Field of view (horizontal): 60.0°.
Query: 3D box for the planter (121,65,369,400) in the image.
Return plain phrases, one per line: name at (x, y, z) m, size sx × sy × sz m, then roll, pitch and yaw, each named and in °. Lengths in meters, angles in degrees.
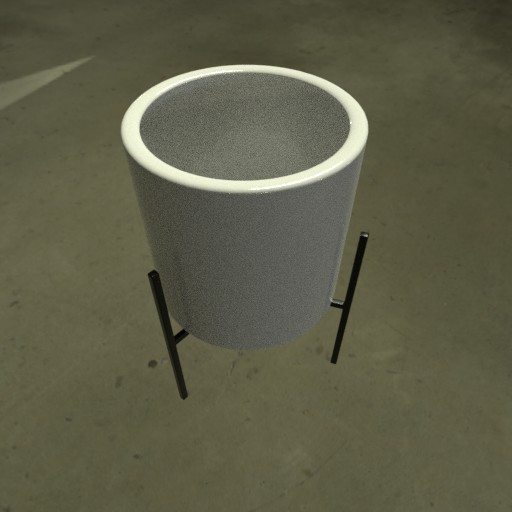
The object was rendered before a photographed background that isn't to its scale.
planter at (0.000, 0.000, 0.520) m, size 0.239 × 0.356 × 0.239 m, roll 14°, pitch 48°, yaw 13°
